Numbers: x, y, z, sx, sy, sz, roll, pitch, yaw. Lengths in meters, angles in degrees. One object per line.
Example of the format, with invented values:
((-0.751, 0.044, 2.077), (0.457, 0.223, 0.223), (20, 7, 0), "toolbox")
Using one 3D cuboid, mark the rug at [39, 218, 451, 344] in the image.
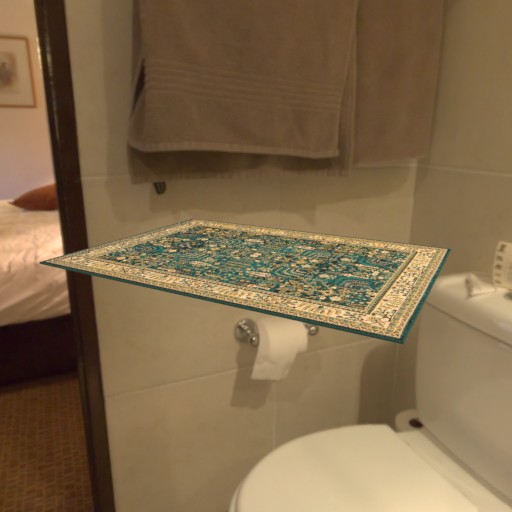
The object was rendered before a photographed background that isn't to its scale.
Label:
((0.000, 0.000, 2.922), (2.213, 0.013, 1.594), (9, 18, 28), "rug")
